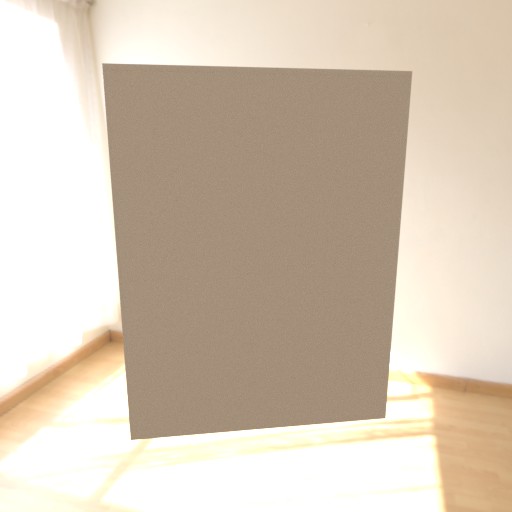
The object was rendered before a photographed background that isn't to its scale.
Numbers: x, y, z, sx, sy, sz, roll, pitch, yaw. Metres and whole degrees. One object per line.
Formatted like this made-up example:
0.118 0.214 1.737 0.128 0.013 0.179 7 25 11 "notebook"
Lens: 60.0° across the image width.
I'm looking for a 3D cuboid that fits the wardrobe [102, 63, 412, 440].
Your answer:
0.000 0.000 1.585 0.900 1.200 0.360 -2 14 -8 "wardrobe"
